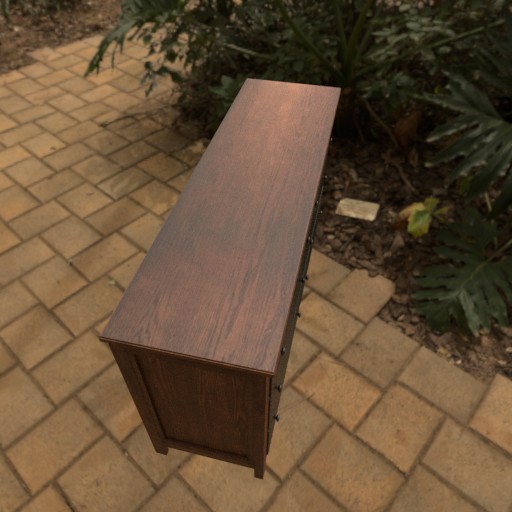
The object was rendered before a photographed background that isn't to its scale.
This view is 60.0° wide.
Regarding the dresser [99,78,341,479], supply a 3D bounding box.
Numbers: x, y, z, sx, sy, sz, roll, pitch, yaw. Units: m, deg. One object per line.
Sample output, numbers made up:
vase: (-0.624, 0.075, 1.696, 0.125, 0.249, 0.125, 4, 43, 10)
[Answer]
dresser: (0.000, 0.000, 1.929, 0.463, 0.856, 1.551, 10, 47, 9)
